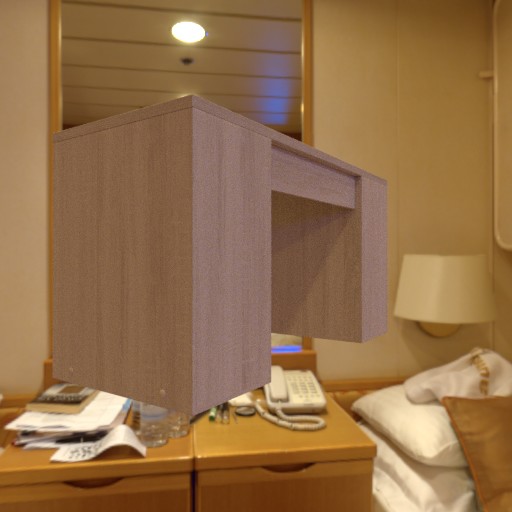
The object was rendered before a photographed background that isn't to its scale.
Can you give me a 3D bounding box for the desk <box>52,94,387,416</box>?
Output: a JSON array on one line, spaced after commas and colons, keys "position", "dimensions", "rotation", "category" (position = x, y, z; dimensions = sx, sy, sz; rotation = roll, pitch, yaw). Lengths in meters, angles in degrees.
[{"position": [0.000, 0.000, 1.757], "dimensions": [0.600, 0.740, 1.390], "rotation": [0, 0, 35], "category": "desk"}]
